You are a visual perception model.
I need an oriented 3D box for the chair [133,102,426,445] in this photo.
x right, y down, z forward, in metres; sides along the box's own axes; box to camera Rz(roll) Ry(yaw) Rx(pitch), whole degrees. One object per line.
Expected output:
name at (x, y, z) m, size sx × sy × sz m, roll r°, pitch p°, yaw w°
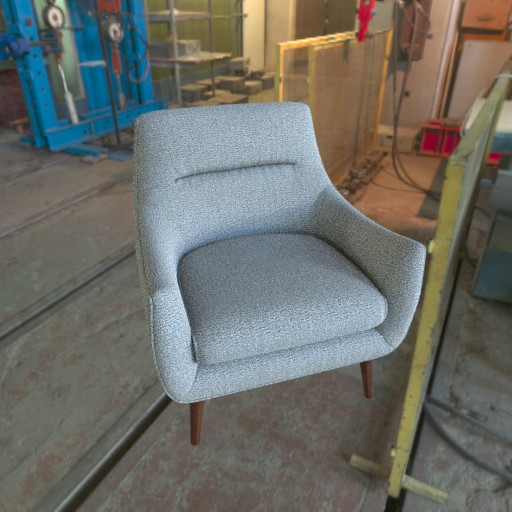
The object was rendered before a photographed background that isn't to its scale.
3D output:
chair at (0.000, 0.000, 1.469) m, size 0.762 × 0.838 × 0.787 m, roll -9°, pitch 32°, yaw -15°
